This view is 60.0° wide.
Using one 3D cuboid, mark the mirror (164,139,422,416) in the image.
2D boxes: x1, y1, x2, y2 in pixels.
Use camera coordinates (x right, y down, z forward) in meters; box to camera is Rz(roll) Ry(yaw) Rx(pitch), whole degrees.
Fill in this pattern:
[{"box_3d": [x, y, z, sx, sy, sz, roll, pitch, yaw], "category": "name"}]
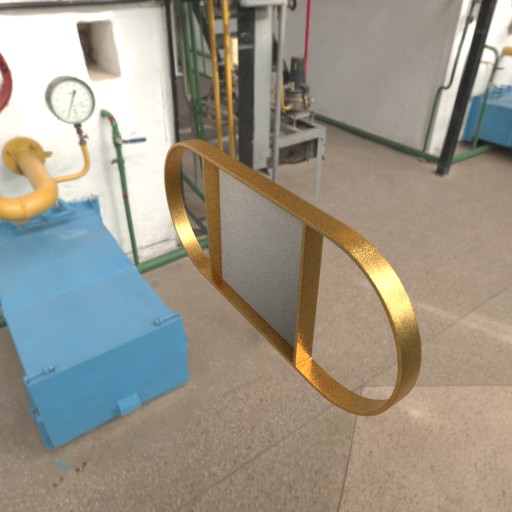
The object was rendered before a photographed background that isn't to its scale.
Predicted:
[{"box_3d": [0.000, 0.000, 0.676, 0.032, 0.254, 0.584, -21, 40, -28], "category": "mirror"}]
